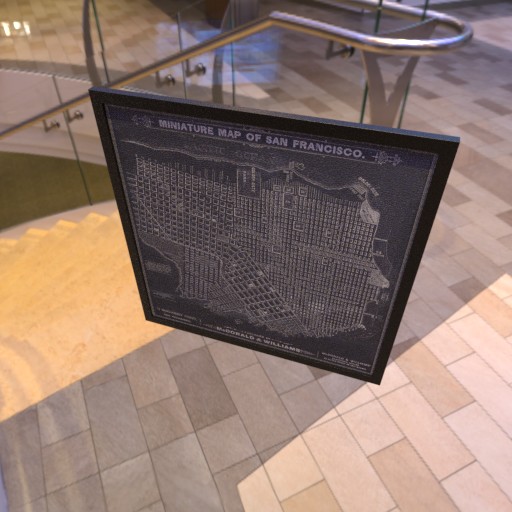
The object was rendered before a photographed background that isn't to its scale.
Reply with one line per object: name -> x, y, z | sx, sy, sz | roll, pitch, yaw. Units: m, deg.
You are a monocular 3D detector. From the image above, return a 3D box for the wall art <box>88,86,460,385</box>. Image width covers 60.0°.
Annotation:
wall art -> 0.000, 0.000, 1.193 | 0.807, 0.807, 0.022 | 13, 43, 14
